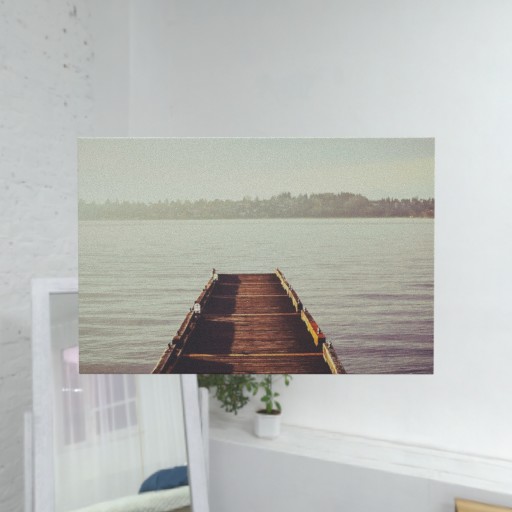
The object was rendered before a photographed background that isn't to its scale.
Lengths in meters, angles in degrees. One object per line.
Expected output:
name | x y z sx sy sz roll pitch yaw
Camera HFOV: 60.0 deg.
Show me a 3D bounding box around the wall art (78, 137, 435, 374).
wall art | 0.000 0.000 1.448 1.149 0.765 0.040 0 1 0
